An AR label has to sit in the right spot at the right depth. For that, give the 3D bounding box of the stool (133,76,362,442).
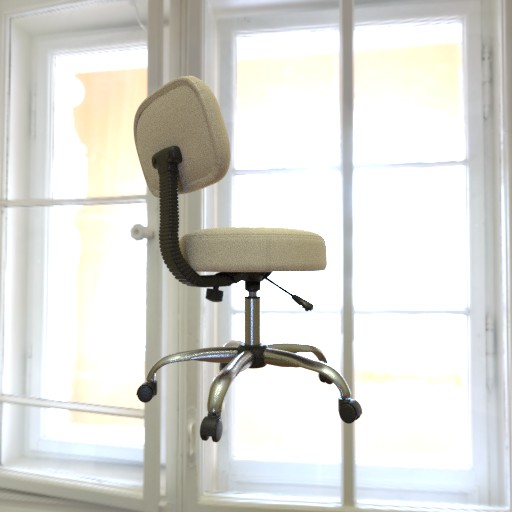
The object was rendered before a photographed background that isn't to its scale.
[{"bbox_3d":[0.000,0.000,1.257,0.616,0.810,0.609,1,-1,-37],"label":"stool"}]
